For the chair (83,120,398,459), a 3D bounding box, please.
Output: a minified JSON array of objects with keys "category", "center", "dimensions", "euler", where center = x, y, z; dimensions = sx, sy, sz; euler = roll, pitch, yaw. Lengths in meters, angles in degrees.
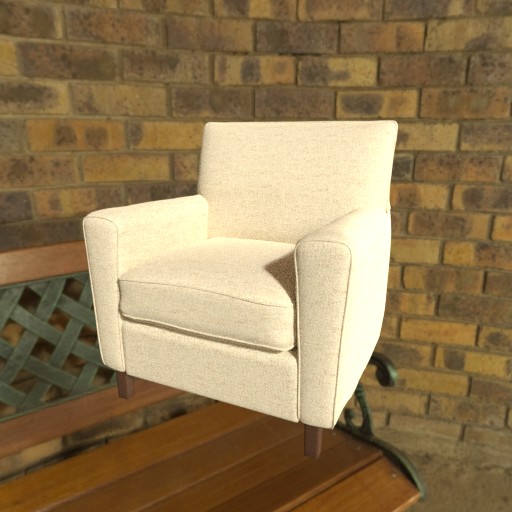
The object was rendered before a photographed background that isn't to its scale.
[{"category":"chair","center":[0.000,0.000,1.594],"dimensions":[0.870,0.943,0.823],"euler":[7,17,24]}]
